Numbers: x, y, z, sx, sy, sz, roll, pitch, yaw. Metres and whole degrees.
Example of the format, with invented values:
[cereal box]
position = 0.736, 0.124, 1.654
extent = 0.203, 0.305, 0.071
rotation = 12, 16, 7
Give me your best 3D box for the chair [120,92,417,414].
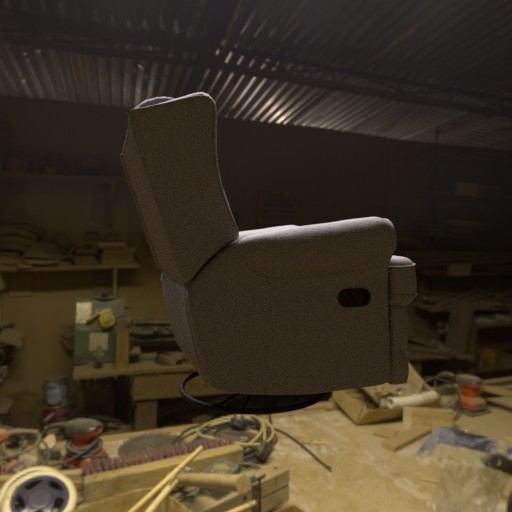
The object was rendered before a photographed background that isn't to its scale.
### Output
[chair]
position = 0.000, 0.000, 1.697
extent = 0.969, 1.011, 0.847
rotation = -1, 2, -19
